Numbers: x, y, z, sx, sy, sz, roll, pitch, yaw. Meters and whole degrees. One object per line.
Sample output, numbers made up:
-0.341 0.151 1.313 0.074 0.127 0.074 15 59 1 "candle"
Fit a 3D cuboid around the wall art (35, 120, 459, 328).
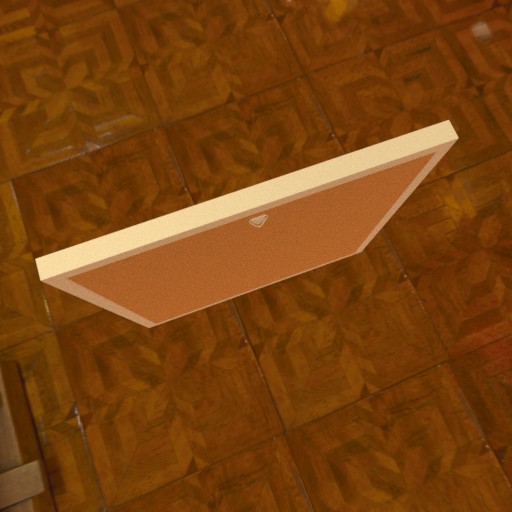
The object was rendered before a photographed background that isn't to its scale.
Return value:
0.000 0.000 1.129 0.761 0.762 0.050 -19 76 -5 "wall art"
